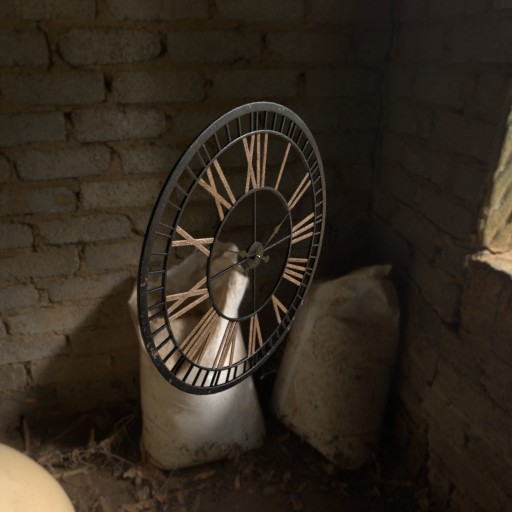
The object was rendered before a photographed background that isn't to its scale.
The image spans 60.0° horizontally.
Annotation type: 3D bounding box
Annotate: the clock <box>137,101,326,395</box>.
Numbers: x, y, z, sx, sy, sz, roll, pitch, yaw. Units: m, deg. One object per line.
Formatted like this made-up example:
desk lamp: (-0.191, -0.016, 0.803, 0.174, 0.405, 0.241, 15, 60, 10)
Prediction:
clock: (0.000, 0.000, 1.282, 0.025, 0.843, 0.843, 17, 30, 33)
